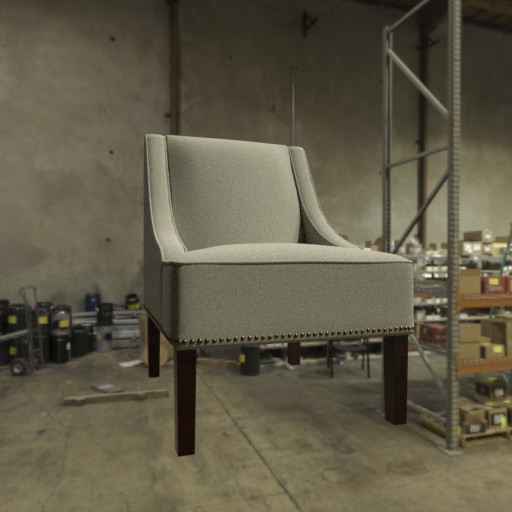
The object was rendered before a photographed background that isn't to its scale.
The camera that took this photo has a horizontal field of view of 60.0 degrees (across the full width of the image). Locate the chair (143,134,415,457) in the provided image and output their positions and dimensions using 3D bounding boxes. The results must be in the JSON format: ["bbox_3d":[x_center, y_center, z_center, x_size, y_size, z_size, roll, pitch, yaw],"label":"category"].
[{"bbox_3d":[0.000,0.000,1.365,0.628,0.872,0.748,0,0,-19],"label":"chair"}]
